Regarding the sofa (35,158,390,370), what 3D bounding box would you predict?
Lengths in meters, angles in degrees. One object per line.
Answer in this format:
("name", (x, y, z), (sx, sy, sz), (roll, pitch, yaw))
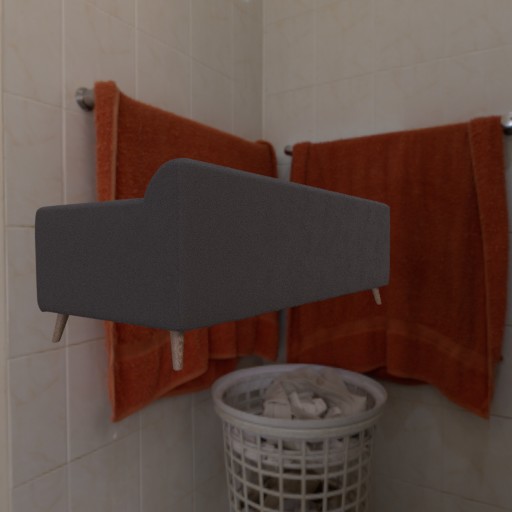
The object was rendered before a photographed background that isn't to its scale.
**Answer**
("sofa", (0.000, 0.000, 2.614), (0.900, 0.740, 2.190), (1, 2, 35))
